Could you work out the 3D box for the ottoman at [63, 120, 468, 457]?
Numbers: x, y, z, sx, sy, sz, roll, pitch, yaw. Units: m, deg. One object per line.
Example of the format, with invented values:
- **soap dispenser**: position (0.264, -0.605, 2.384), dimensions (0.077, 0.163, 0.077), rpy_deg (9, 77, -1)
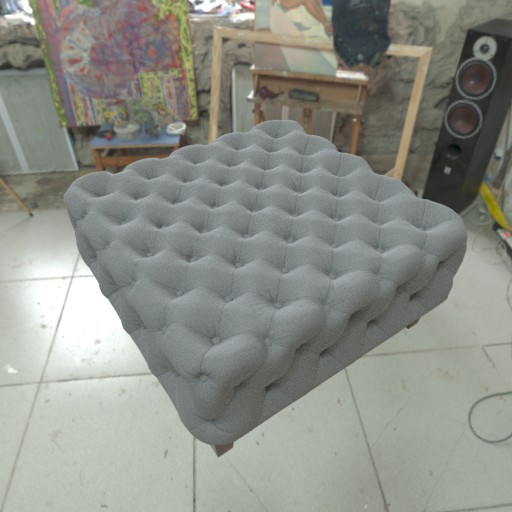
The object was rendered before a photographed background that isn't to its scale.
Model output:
- **ottoman**: position (0.000, 0.000, 1.422), dimensions (0.917, 0.439, 0.911), rpy_deg (-25, 47, -26)
